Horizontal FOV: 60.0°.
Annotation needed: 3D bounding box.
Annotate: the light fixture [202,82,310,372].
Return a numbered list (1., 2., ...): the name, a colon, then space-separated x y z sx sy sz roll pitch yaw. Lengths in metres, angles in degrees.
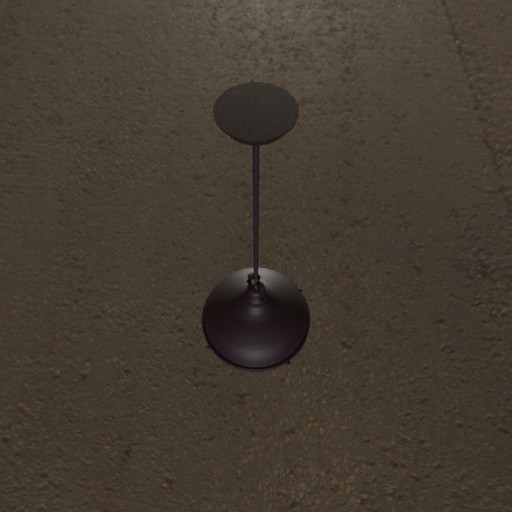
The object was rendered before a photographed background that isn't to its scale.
1. light fixture: 0.000 0.000 1.035 0.341 0.849 0.341 -30 63 -17
